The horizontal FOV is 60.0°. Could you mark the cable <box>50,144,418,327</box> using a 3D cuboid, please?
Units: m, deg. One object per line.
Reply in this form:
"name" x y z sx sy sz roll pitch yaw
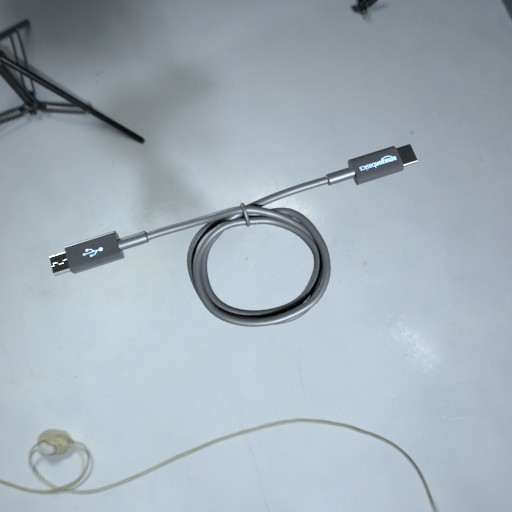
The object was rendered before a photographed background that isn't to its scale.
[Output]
"cable" 0.000 0.000 0.215 0.192 0.014 0.070 -18 76 -4
